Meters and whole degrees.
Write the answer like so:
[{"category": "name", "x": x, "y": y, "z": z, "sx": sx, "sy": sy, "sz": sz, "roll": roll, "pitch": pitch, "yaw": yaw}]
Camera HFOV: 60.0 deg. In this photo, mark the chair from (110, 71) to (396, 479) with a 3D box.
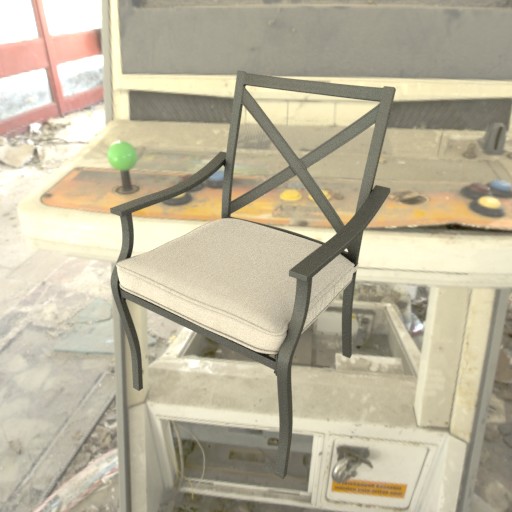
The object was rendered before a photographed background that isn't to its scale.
[{"category": "chair", "x": 0.000, "y": 0.000, "z": 1.271, "sx": 0.575, "sy": 0.889, "sz": 0.620, "roll": 19, "pitch": 36, "yaw": 29}]
